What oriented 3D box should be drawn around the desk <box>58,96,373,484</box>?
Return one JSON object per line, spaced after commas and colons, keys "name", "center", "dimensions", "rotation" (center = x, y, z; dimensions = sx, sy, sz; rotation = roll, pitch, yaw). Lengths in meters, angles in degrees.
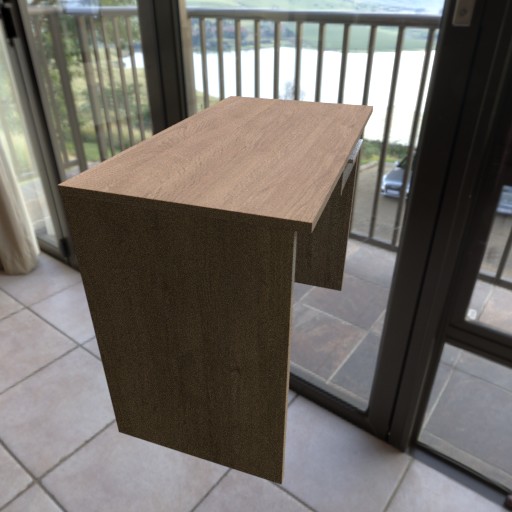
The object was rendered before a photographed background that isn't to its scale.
{"name": "desk", "center": [0.000, 0.000, 1.327], "dimensions": [0.498, 0.724, 0.893], "rotation": [10, 32, 16]}
